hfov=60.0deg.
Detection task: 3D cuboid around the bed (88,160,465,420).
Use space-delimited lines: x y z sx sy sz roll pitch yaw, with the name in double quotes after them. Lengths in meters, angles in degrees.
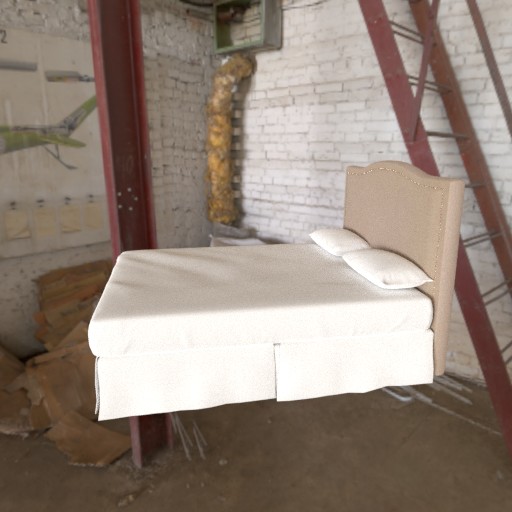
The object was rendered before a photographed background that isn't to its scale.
0.000 0.000 3.445 2.282 1.436 1.821 -3 15 -10 "bed"
